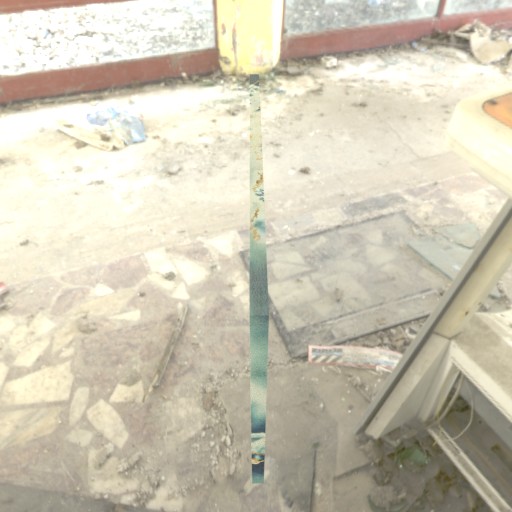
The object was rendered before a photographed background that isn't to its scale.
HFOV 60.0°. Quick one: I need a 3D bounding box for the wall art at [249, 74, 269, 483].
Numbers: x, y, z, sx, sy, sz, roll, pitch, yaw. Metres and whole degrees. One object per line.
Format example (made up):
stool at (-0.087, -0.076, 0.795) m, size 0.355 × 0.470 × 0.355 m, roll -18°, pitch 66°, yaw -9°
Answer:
wall art at (0.000, 0.000, 1.458) m, size 0.035 × 0.759 × 1.138 m, roll 0°, pitch 43°, yaw 0°
